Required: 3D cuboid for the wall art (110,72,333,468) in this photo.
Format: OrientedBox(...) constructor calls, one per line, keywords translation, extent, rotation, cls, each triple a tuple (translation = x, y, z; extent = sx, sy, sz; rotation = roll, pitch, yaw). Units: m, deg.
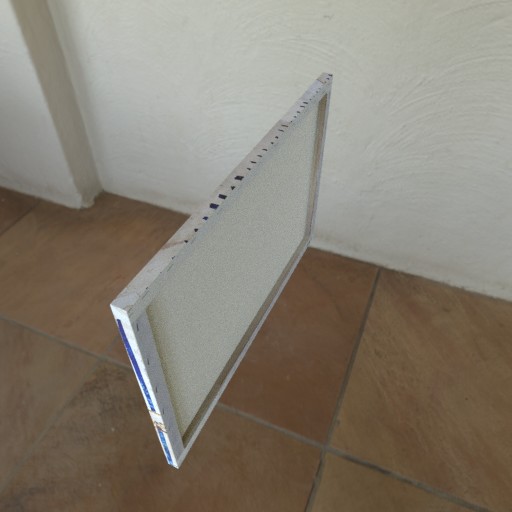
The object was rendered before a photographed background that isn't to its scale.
OrientedBox(translation=(0.000, 0.000, 1.430), extent=(0.038, 0.757, 1.143), rotation=(19, 48, 18), cls="wall art")
